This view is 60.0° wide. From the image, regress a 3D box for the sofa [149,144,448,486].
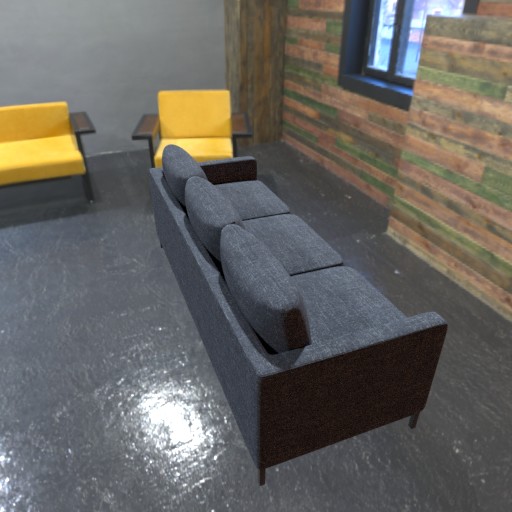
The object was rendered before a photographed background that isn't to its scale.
[{"bbox_3d":[0.000,0.000,2.642,0.859,0.874,2.218,-11,33,-18],"label":"sofa"}]
